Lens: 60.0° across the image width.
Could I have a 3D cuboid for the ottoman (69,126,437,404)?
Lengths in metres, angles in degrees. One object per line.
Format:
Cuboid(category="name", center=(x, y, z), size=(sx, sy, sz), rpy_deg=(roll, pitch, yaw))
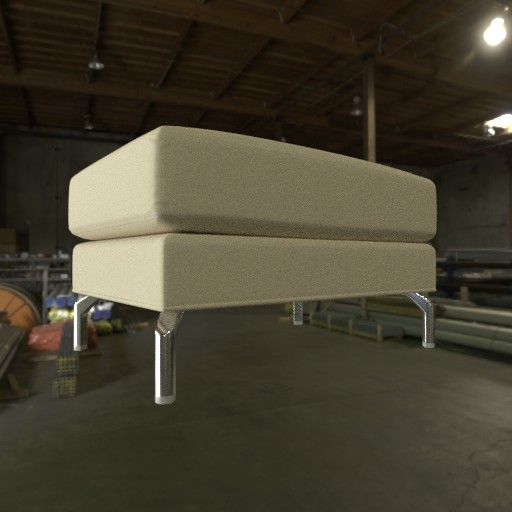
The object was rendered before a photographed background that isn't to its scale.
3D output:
Cuboid(category="ottoman", center=(0.000, 0.000, 1.194), size=(0.835, 0.497, 0.581), rpy_deg=(0, -1, -37))
